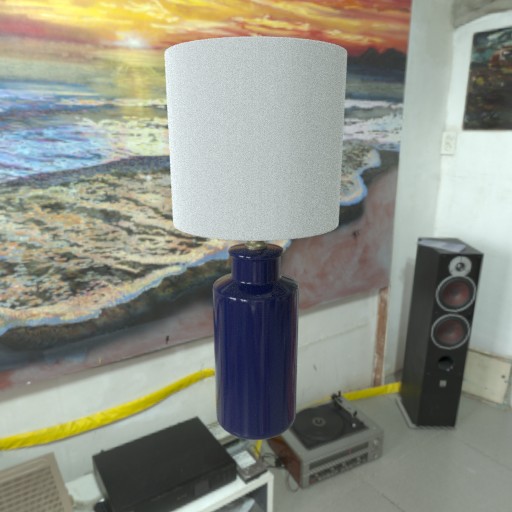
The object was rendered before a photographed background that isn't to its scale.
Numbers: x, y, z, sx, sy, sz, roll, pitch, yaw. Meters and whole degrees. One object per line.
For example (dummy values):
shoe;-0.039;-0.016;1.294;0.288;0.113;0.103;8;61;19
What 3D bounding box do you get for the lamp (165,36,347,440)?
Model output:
lamp;0.000;0.000;0.590;0.212;0.493;0.212;7;17;24
